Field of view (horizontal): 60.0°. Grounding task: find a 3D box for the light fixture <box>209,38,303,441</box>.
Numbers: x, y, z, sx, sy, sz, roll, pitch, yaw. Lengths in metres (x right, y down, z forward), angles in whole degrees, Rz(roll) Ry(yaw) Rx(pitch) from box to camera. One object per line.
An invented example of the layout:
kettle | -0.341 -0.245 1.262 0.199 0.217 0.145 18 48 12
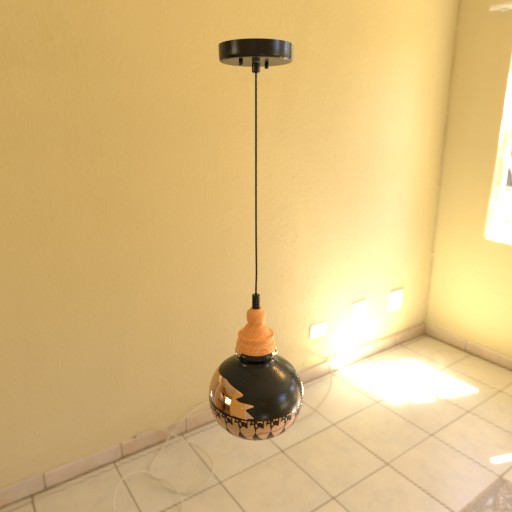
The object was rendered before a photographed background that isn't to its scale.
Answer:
light fixture | 0.000 0.000 1.848 0.430 1.606 0.430 -15 22 -43
